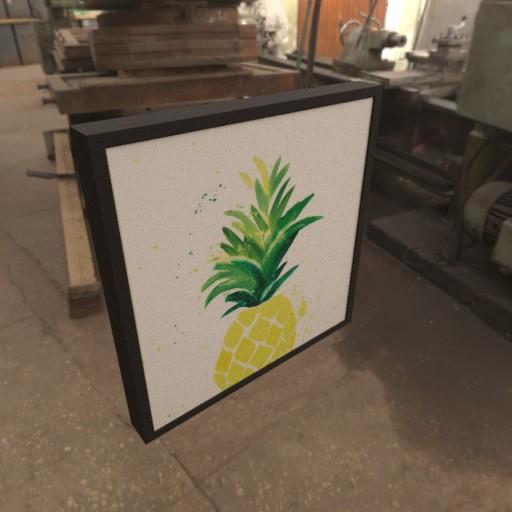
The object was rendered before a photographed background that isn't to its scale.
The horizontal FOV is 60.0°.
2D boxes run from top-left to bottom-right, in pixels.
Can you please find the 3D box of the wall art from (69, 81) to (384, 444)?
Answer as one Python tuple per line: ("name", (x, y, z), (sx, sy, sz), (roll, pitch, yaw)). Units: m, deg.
("wall art", (0.000, 0.000, 0.453), (0.305, 0.304, 0.033), (-22, 37, -33))
